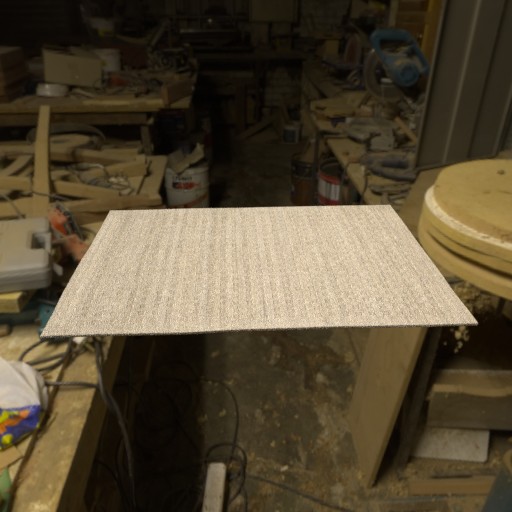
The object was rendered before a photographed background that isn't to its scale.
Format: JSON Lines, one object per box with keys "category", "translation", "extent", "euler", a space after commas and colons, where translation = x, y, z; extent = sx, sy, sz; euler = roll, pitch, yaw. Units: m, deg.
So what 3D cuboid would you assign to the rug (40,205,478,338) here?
{"category": "rug", "translation": [0.000, 0.000, 2.966], "extent": [2.297, 0.018, 1.532], "euler": [-1, 31, -2]}
